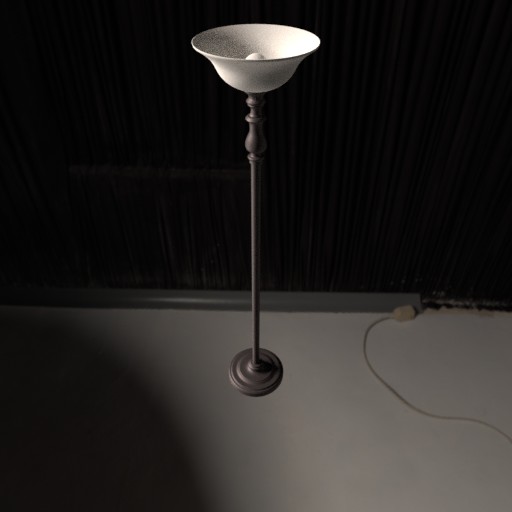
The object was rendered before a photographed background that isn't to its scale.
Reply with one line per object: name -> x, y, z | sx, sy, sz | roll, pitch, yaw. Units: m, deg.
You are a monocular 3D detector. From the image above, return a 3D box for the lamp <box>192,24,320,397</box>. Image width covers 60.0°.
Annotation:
lamp -> 0.000, 0.000, 1.986 | 0.405, 1.797, 0.405 | 0, 40, 0
